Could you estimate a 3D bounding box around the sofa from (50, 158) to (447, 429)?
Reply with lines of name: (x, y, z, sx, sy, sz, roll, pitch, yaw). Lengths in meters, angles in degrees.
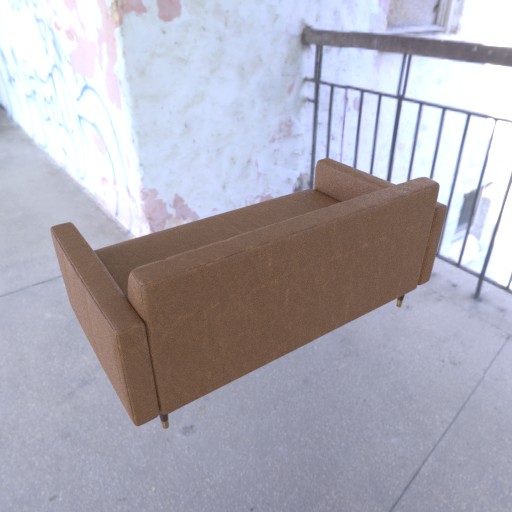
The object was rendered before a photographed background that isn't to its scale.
sofa: (0.000, 0.000, 2.393, 1.847, 0.821, 0.993, -20, 36, -29)
